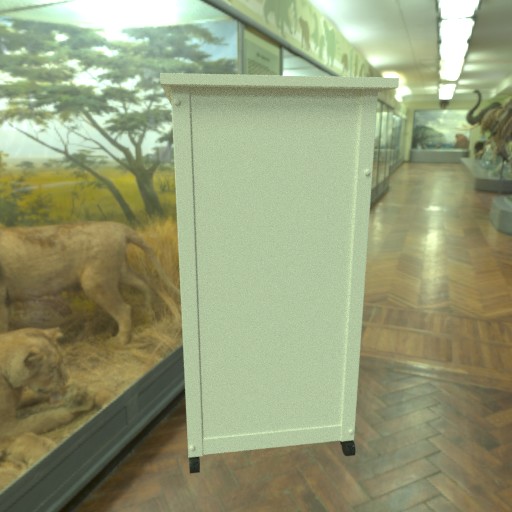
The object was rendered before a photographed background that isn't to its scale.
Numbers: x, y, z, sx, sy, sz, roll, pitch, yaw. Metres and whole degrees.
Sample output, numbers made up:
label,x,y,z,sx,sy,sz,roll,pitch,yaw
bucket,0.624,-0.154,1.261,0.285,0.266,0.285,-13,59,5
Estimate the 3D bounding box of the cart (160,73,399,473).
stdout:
label,x,y,z,sx,sy,sz,roll,pitch,yaw
cart,0.000,0.000,1.243,0.442,0.864,0.683,-2,16,-8
